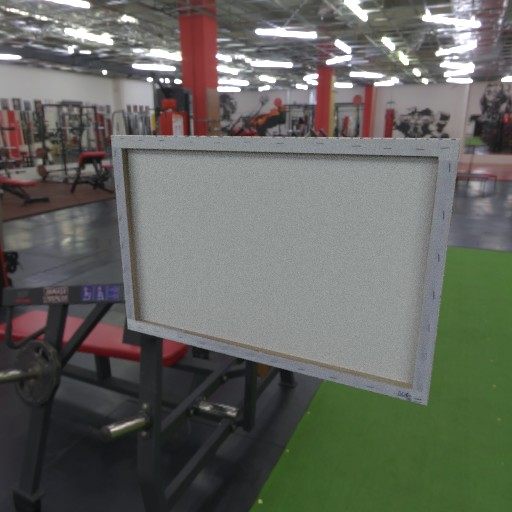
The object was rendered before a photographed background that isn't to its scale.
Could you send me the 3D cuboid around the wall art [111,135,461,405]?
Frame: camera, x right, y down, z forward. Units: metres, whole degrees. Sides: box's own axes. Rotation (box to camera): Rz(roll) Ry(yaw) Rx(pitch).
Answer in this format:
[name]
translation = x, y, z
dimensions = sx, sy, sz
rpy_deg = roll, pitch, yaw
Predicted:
[wall art]
translation = 0.000, 0.000, 1.458
dimensions = 1.143, 0.757, 0.038
rpy_deg = 8, 18, 26
